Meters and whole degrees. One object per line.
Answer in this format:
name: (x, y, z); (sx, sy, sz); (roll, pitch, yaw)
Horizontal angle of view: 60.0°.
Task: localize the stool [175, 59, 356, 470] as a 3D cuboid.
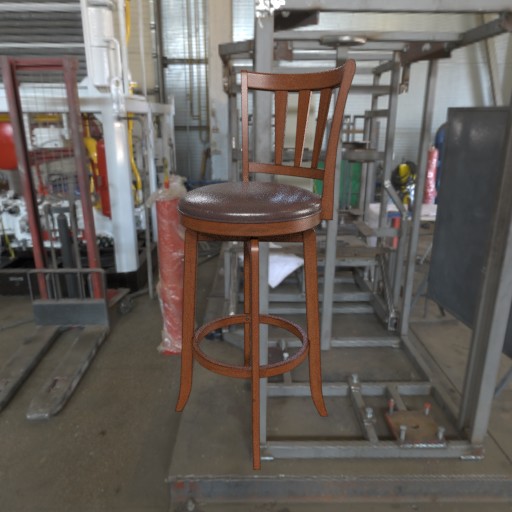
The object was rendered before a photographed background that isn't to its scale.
stool: (0.000, 0.000, 1.451); (0.464, 1.177, 0.503); (16, 24, 42)
